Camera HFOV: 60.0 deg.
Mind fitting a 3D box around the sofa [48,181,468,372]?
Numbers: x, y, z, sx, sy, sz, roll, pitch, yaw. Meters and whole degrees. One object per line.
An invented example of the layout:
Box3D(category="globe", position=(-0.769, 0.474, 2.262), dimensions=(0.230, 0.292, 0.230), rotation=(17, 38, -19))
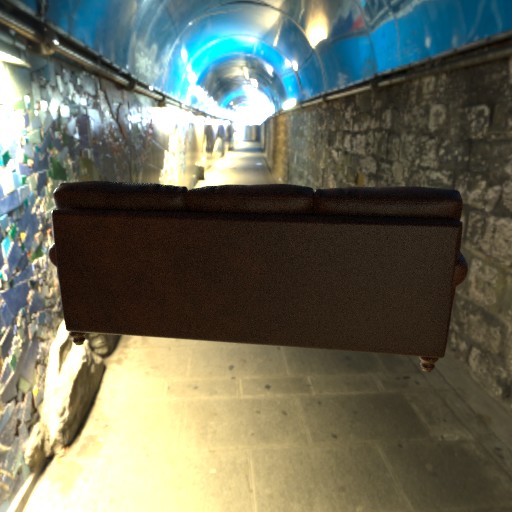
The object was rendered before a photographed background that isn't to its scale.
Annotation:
Box3D(category="sofa", position=(0.000, 0.000, 2.815), dimensions=(2.351, 0.977, 0.973), rotation=(2, 16, 8))
